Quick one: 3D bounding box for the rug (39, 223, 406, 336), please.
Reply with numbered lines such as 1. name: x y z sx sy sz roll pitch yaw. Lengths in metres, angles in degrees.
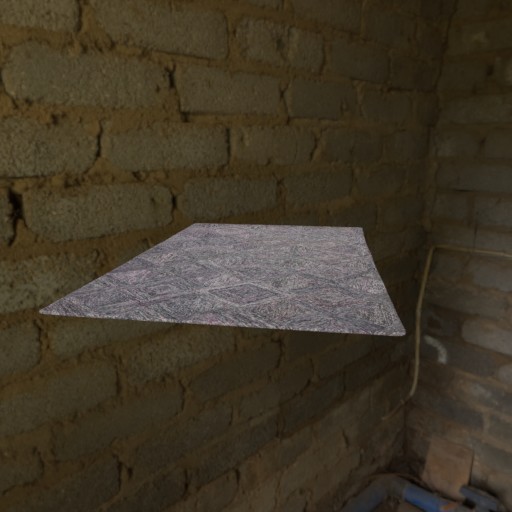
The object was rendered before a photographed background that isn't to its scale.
1. rug: 0.000 0.000 2.185 1.158 0.013 1.752 2 14 9
